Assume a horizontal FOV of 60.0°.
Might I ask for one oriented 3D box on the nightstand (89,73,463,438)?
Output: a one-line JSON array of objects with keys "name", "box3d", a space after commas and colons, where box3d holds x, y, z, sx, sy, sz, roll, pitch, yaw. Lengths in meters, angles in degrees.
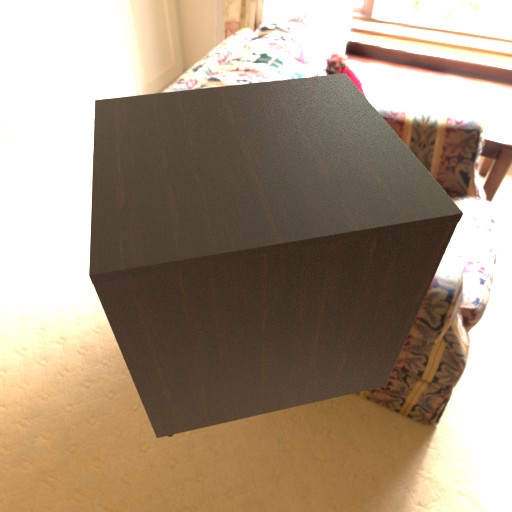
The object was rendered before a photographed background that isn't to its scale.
[{"name": "nightstand", "box3d": [0.000, 0.000, 0.811, 0.461, 0.460, 0.400, -10, 47, -9]}]
